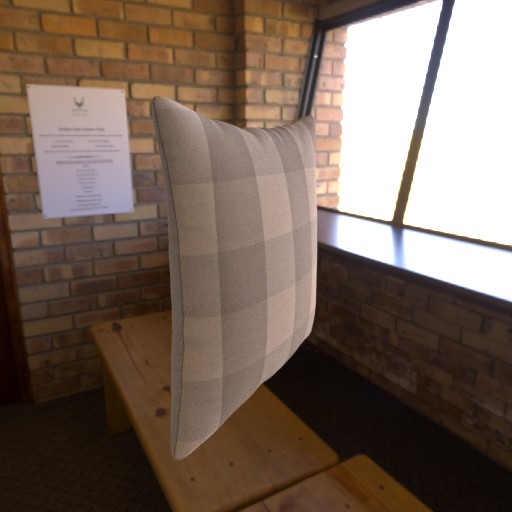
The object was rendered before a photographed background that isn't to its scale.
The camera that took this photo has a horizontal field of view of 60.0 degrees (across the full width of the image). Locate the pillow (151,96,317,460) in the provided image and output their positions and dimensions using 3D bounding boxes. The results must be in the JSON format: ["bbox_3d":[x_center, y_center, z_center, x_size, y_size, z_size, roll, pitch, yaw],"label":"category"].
[{"bbox_3d":[0.000,0.000,0.803,0.161,0.509,0.511,8,17,27],"label":"pillow"}]
